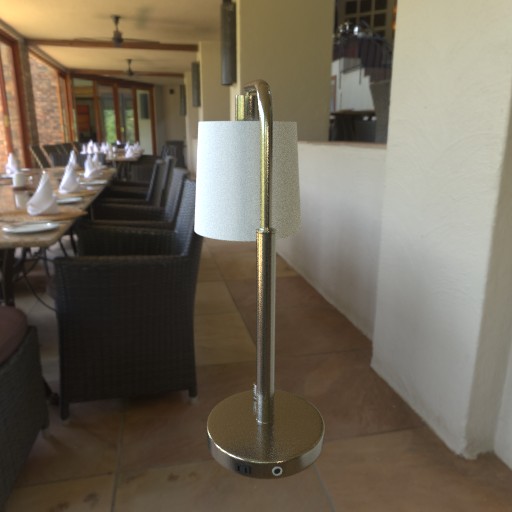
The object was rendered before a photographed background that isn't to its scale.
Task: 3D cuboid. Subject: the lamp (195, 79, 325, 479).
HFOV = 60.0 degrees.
[{"bbox_3d":[0.000,0.000,0.645,0.171,0.489,0.333,-2,15,-9],"label":"lamp"}]
